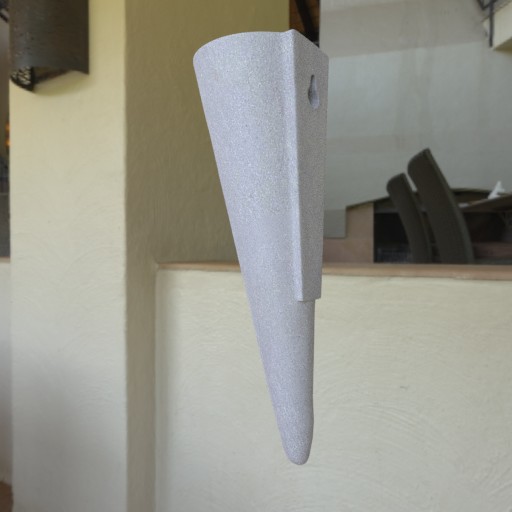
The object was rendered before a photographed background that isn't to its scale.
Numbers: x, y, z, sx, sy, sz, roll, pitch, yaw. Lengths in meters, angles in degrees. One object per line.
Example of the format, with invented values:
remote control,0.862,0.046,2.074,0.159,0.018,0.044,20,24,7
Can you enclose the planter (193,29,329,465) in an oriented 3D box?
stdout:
planter,0.000,0.000,0.295,0.087,0.259,0.078,0,1,36
